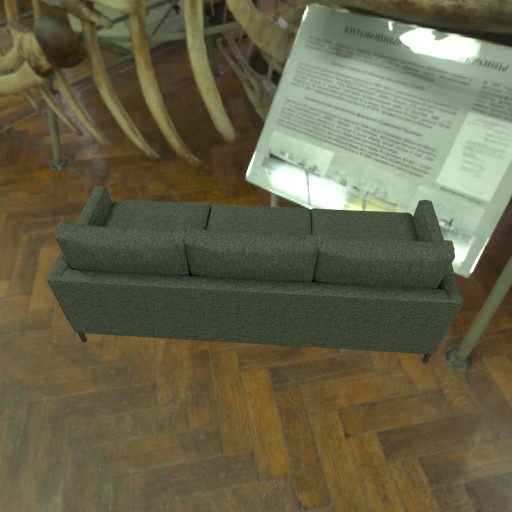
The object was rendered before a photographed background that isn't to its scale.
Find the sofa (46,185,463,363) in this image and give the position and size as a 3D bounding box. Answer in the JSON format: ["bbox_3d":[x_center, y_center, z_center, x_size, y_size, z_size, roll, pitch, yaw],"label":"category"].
[{"bbox_3d":[0.000,0.000,2.769,2.253,0.879,0.876,3,46,3],"label":"sofa"}]
